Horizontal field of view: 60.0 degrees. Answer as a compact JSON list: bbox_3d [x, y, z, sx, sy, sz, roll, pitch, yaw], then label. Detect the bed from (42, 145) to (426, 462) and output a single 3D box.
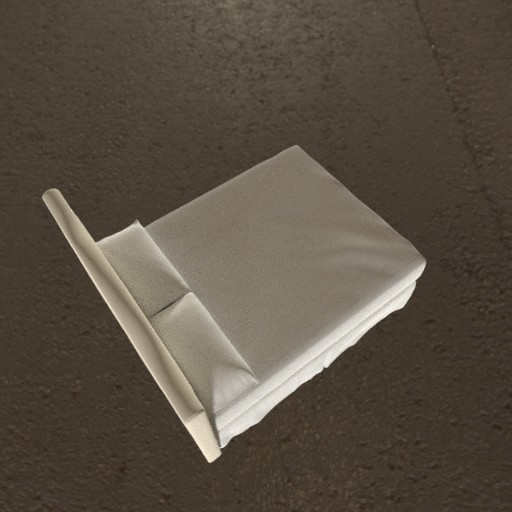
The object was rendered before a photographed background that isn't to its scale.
[{"bbox_3d":[0.000,0.000,3.313,2.143,1.460,1.753,-32,63,-19],"label":"bed"}]
